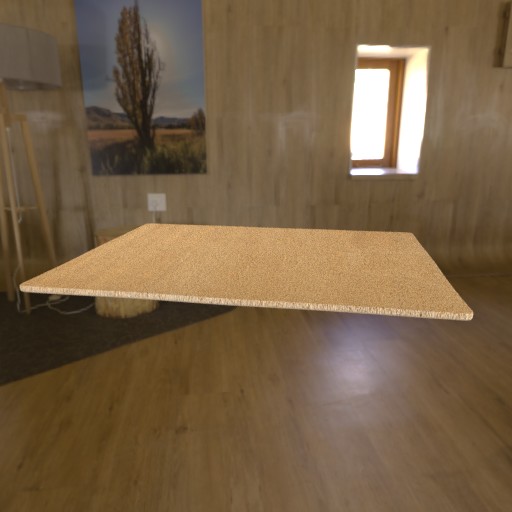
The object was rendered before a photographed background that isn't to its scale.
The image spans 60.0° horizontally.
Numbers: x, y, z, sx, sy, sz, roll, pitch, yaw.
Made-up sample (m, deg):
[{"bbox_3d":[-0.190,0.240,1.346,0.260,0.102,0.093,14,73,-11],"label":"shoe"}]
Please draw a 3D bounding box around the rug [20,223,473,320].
[{"bbox_3d":[0.000,0.000,2.091,1.600,0.025,1.199,3,16,9],"label":"rug"}]
